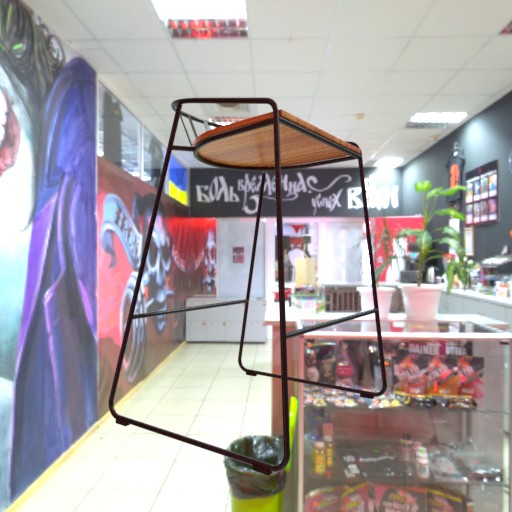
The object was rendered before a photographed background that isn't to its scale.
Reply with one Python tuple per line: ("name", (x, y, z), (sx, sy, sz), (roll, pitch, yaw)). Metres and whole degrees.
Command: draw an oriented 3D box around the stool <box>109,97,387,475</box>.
("stool", (0.000, 0.000, 1.169), (0.521, 0.812, 0.546), (0, 0, 35))
